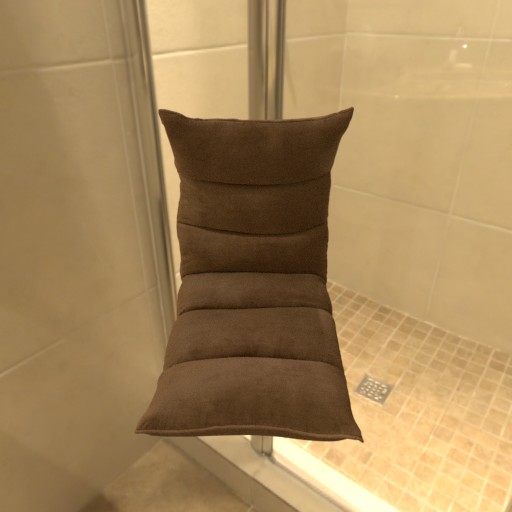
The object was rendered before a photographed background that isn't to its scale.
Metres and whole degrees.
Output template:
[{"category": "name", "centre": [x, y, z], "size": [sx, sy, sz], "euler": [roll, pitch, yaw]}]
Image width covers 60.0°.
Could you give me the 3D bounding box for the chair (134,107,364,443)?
[{"category": "chair", "centre": [0.000, 0.000, 1.569], "size": [0.714, 0.892, 0.985], "euler": [0, 30, 1]}]
